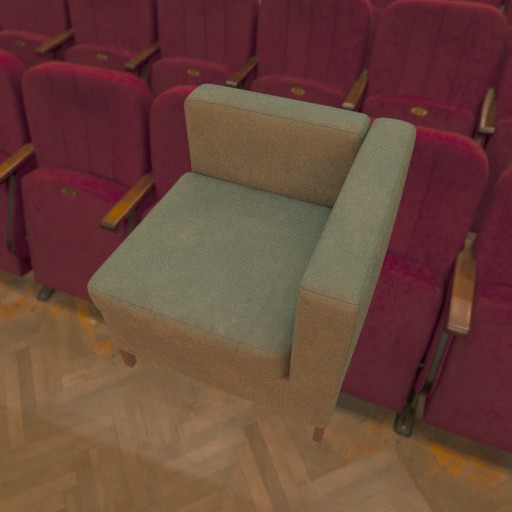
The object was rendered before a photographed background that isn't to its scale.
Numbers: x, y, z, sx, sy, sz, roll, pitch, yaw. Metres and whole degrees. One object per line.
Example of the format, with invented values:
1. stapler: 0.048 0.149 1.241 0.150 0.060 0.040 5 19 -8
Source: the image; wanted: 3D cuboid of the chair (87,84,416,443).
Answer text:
1. chair: 0.000 0.000 1.268 0.680 0.660 0.680 17 49 15
